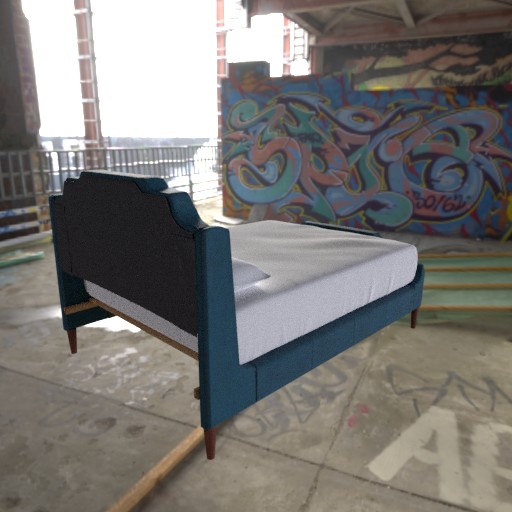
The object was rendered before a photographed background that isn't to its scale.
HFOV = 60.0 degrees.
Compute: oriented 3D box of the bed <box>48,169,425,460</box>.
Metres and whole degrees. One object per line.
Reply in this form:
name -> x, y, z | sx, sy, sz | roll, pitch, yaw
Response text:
bed -> 0.000, 0.000, 3.333 | 1.676, 1.351, 2.322 | 14, 21, 43
